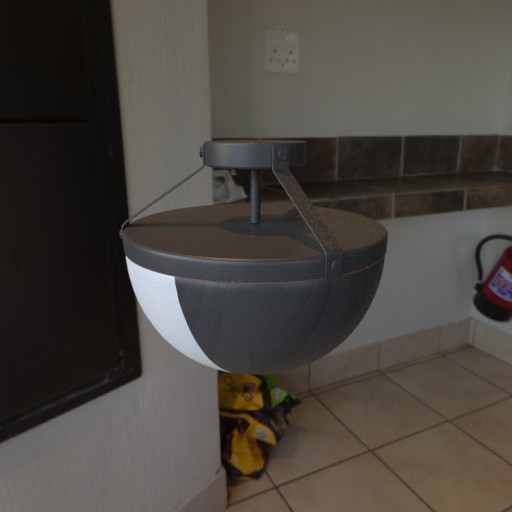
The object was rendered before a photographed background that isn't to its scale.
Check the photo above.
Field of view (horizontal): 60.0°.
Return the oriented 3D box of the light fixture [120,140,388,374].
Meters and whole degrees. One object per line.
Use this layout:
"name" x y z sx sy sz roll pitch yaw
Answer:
"light fixture" 0.000 0.000 0.538 0.304 0.269 0.304 0 16 0
